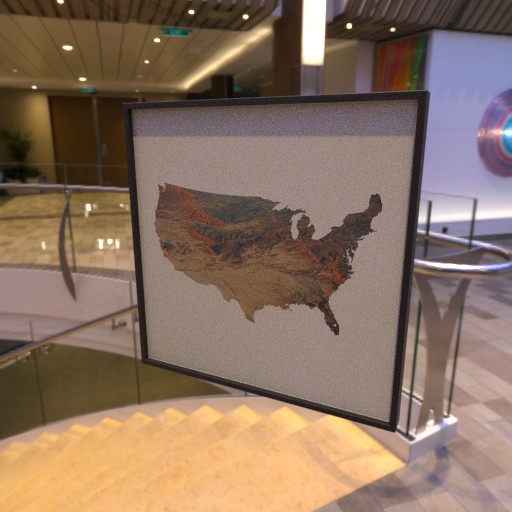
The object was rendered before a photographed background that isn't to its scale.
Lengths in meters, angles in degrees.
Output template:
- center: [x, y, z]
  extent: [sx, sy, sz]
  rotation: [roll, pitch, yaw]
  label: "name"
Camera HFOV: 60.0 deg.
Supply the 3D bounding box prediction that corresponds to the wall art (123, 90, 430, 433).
- center: [0.000, 0.000, 0.756]
  extent: [0.507, 0.507, 0.038]
  rotation: [7, 17, 25]
  label: "wall art"
